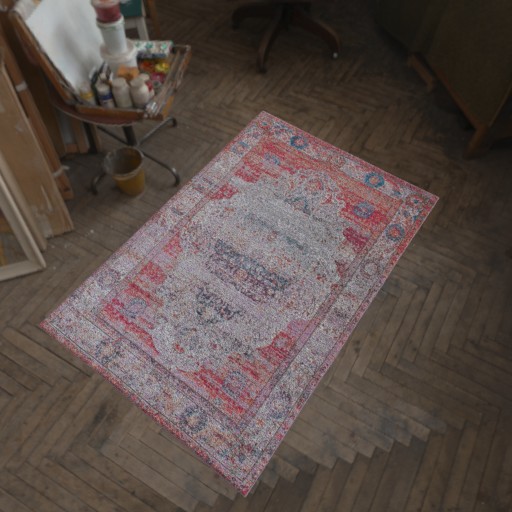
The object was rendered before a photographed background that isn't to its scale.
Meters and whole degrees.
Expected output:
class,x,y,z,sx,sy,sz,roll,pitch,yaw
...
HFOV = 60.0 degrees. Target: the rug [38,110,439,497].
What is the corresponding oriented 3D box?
class,x,y,z,sx,sy,sz,roll,pitch,yaw
rug,0.000,0.000,2.289,1.219,0.006,1.829,32,64,18
